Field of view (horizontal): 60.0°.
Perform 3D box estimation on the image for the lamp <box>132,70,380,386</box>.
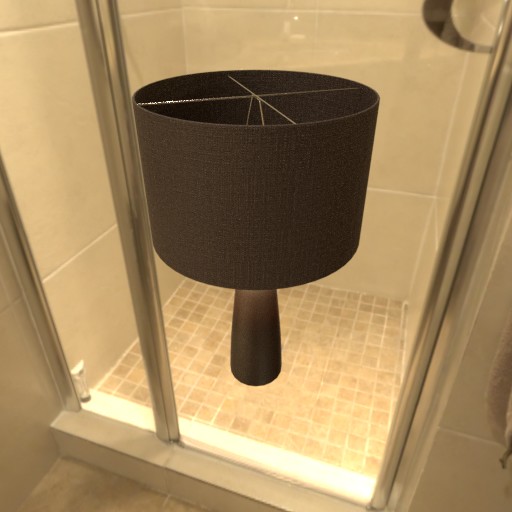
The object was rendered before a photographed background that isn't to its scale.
[{"bbox_3d":[0.000,0.000,0.686,0.303,0.488,0.303,0,32,0],"label":"lamp"}]
